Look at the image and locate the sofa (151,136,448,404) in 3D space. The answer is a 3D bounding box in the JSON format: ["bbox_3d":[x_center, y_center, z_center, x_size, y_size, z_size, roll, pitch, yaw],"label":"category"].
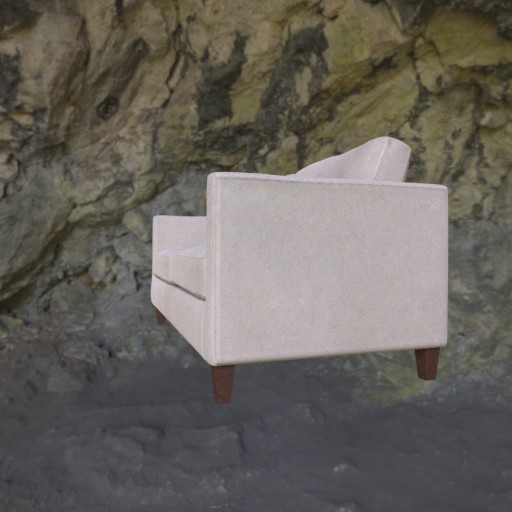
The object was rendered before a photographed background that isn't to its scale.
[{"bbox_3d":[0.000,0.000,2.378,0.950,0.940,1.846,0,0,-19],"label":"sofa"}]
